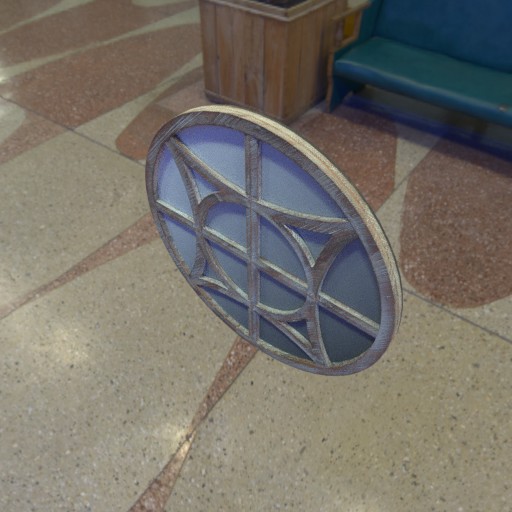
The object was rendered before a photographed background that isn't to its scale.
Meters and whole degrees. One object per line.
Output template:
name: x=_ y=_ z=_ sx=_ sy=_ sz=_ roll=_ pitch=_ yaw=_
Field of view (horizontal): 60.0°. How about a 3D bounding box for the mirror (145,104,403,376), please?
mirror: x=0.000 y=0.000 z=1.042 sx=0.710 sy=0.710 sz=0.038 roll=30 pitch=53 yaw=26
